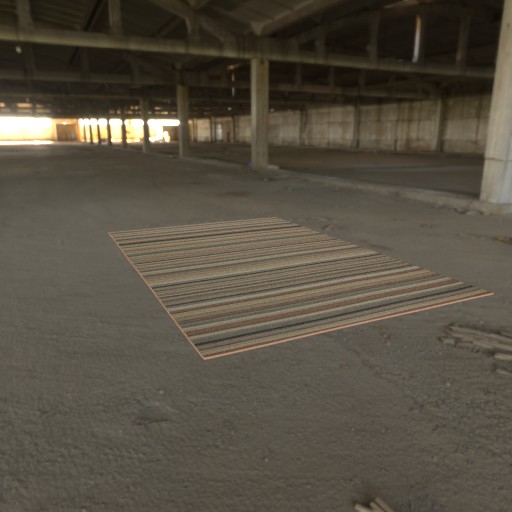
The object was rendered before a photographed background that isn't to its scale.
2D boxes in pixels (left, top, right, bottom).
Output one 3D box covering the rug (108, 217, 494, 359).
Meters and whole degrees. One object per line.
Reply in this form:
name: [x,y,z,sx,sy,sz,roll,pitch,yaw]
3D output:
rug: [0.000,0.000,2.301,1.219,0.008,1.829,-7,17,-25]
